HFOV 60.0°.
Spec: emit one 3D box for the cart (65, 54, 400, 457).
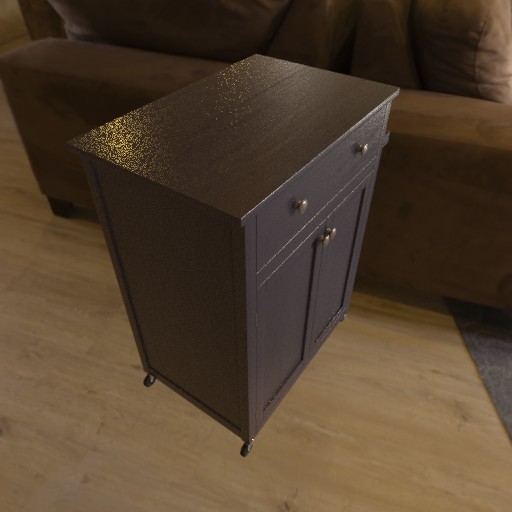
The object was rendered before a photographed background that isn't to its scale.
[{"bbox_3d":[0.000,0.000,1.289,0.449,0.878,0.690,25,48,25],"label":"cart"}]
